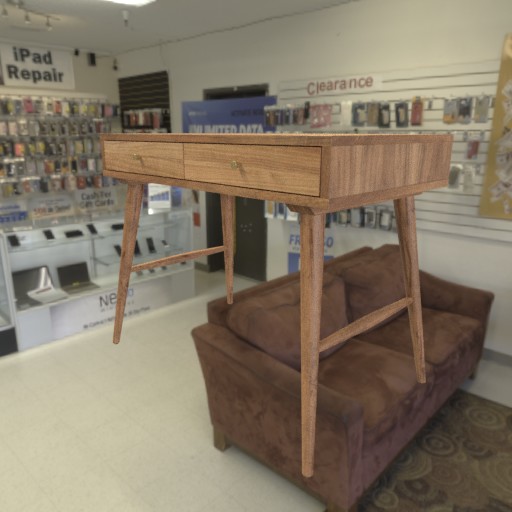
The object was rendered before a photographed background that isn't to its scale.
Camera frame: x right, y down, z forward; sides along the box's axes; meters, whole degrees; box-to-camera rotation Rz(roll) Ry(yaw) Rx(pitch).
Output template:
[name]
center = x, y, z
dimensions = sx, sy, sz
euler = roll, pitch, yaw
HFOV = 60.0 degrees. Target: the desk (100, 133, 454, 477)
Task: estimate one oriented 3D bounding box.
[desk]
center = 0.000, 0.000, 1.428
dimensions = 0.588, 0.758, 0.949
euler = -15, 21, -42
